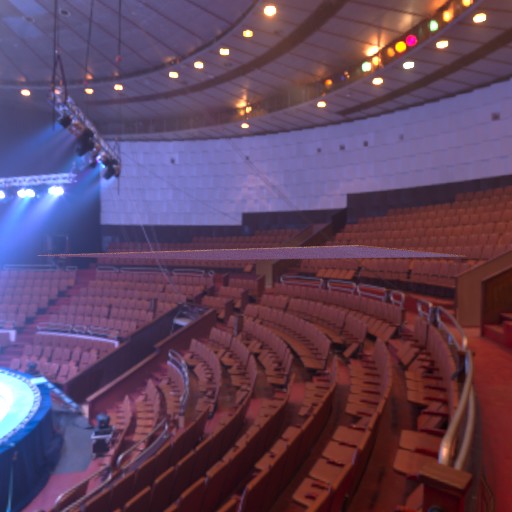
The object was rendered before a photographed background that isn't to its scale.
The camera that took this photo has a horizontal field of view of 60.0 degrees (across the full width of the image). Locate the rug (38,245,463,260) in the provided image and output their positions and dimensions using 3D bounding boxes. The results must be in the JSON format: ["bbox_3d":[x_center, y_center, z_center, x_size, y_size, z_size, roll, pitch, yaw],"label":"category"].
[{"bbox_3d":[0.000,0.000,4.051,3.067,0.005,2.454,-1,-2,36],"label":"rug"}]
